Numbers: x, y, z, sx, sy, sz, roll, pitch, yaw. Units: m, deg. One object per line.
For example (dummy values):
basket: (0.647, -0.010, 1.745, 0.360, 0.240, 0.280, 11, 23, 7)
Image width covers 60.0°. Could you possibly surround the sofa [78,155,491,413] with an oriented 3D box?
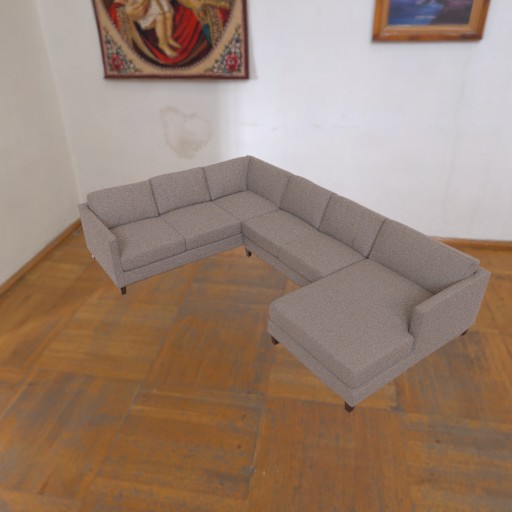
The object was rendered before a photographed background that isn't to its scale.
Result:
sofa: (0.000, 0.000, 4.428, 2.424, 0.865, 3.438, -20, 37, -30)
